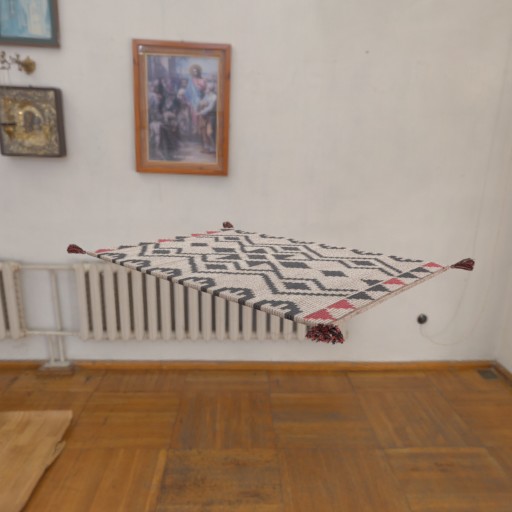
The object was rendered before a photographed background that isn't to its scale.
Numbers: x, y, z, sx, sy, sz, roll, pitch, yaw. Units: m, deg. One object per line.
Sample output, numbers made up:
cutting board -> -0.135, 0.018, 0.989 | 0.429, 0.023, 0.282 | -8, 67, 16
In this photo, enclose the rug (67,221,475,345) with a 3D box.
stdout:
rug -> 0.000, 0.000, 2.642 | 2.069, 0.067, 1.444 | 12, 18, 42
